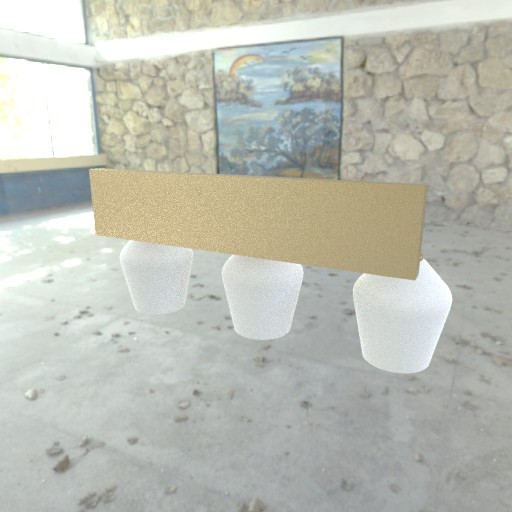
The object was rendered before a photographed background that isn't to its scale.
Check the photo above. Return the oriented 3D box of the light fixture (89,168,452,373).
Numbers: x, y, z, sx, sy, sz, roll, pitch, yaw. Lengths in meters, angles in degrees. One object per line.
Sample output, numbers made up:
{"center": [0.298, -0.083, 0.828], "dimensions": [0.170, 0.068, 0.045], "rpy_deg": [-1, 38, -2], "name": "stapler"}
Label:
{"center": [0.000, 0.000, 0.742], "dimensions": [0.609, 0.280, 0.190], "rpy_deg": [8, 17, 27], "name": "light fixture"}
